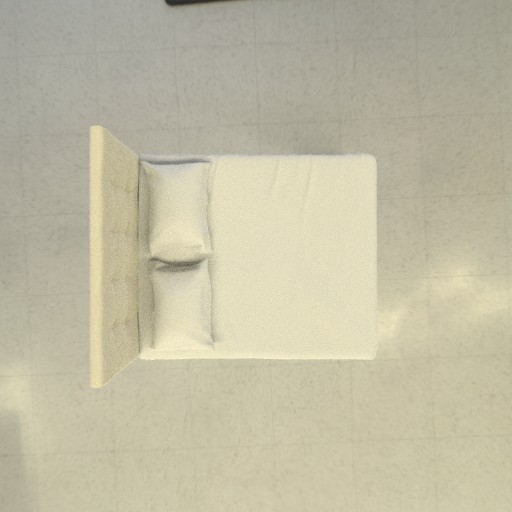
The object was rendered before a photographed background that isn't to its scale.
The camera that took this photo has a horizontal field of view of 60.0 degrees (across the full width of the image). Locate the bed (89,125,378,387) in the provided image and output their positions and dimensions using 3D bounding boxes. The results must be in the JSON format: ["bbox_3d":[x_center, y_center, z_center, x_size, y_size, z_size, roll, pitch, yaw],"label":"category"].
[{"bbox_3d":[0.000,0.000,3.503,2.222,1.577,1.936,0,90,0],"label":"bed"}]
